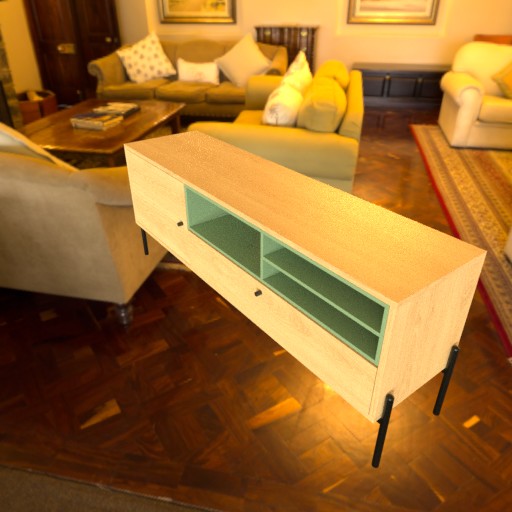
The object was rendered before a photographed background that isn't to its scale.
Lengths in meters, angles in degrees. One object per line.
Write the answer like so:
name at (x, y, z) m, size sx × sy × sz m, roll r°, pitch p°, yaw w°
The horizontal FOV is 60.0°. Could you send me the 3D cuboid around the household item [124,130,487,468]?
household item at (0.000, 0.000, 1.744) m, size 0.400 × 0.600 × 1.550 m, roll -21°, pitch 37°, yaw -31°
